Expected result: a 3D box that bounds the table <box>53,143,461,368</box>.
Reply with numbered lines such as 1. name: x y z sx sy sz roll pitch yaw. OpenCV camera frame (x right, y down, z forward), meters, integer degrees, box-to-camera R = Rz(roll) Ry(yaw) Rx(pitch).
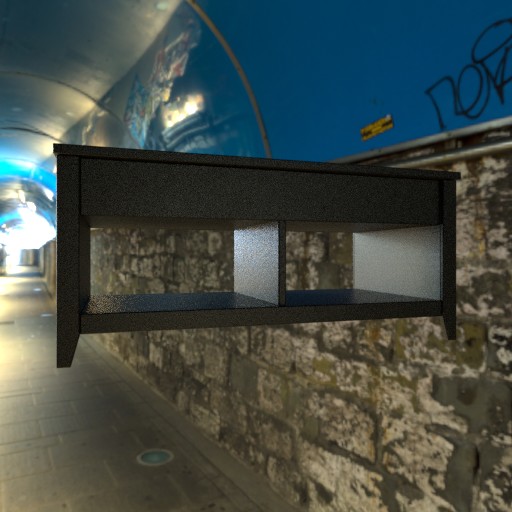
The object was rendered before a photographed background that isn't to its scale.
1. table: 0.000 0.000 1.278 1.016 0.457 0.483 0 0 -18
